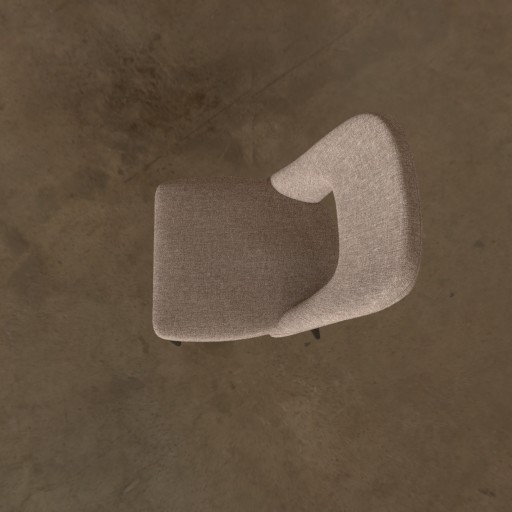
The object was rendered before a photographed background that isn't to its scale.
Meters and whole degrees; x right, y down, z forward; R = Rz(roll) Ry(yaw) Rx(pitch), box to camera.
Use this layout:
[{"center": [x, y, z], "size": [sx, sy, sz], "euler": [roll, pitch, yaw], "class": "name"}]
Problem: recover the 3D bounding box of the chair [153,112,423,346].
[{"center": [0.000, 0.000, 1.260], "size": [0.612, 0.931, 0.470], "euler": [-2, 76, -1], "class": "chair"}]
